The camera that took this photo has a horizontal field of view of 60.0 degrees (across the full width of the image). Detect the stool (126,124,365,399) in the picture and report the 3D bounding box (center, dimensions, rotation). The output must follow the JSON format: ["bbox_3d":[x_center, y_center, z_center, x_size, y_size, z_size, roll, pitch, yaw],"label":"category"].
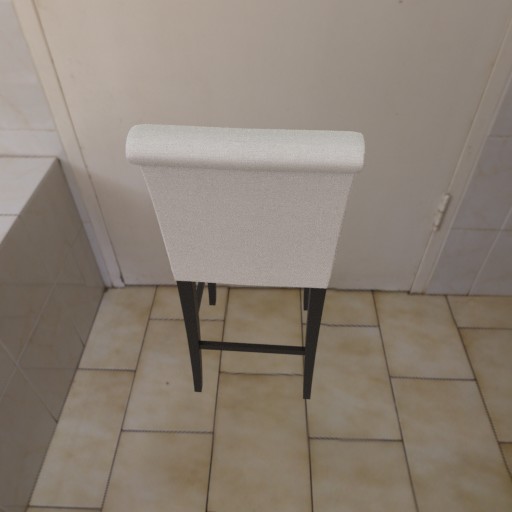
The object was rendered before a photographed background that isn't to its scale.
[{"bbox_3d":[0.000,0.000,1.394,0.452,1.124,0.597,3,45,3],"label":"stool"}]
